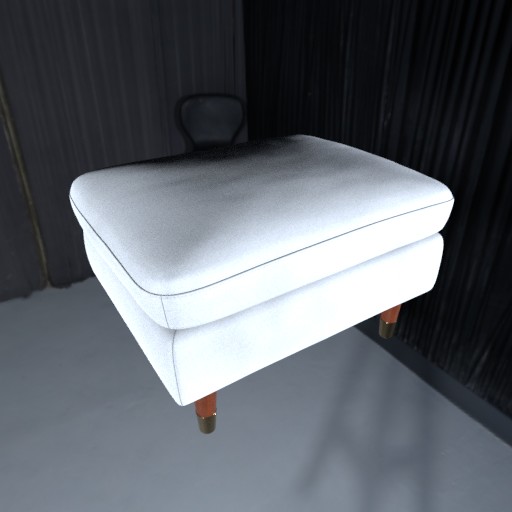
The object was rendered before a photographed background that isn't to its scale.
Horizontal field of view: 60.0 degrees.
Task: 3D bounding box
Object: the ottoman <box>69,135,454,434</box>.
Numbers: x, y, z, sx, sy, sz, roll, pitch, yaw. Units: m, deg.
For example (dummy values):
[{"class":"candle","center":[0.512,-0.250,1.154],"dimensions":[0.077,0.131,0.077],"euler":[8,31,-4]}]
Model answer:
[{"class":"ottoman","center":[0.000,0.000,1.108],"dimensions":[0.747,0.478,0.593],"euler":[-18,35,-29]}]
